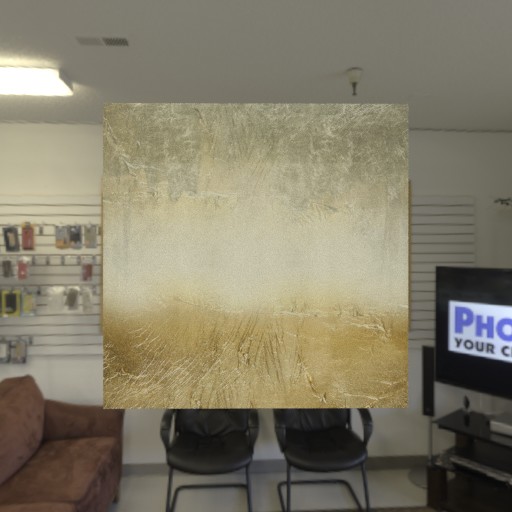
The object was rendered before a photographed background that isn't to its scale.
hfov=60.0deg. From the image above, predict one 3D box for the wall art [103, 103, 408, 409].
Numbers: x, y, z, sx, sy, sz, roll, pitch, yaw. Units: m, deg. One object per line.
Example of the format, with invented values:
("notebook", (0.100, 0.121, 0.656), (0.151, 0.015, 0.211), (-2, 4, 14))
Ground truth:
("wall art", (0.000, 0.000, 1.612), (1.092, 1.091, 0.051), (0, 0, 0))
